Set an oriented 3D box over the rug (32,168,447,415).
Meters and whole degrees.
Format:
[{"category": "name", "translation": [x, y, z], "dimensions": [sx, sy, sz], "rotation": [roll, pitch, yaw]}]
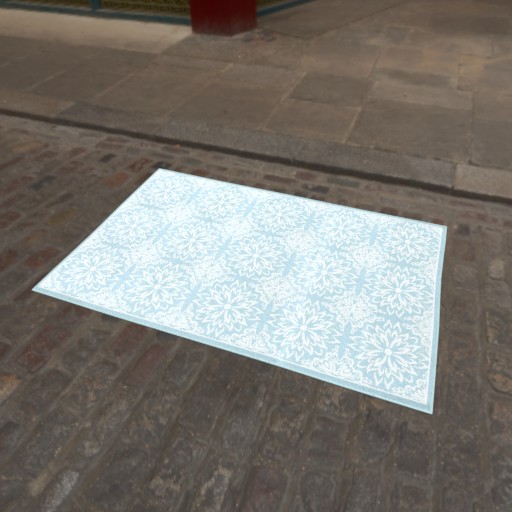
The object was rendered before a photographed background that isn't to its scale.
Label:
[{"category": "rug", "translation": [0.000, 0.000, 2.305], "dimensions": [1.840, 0.012, 1.219], "rotation": [14, 43, 15]}]
